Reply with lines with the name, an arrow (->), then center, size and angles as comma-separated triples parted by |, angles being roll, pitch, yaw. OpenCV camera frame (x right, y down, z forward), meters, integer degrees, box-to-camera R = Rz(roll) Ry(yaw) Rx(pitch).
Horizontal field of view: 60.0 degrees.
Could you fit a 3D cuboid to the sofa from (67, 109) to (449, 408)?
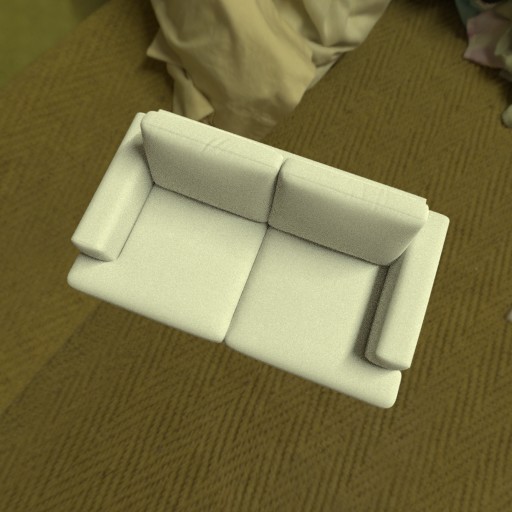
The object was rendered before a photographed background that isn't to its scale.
sofa -> 0.000, 0.000, 2.153 | 1.651, 0.810, 0.915 | 20, 75, 6
